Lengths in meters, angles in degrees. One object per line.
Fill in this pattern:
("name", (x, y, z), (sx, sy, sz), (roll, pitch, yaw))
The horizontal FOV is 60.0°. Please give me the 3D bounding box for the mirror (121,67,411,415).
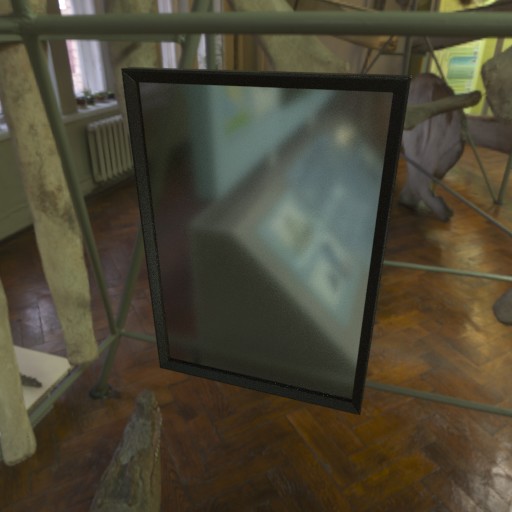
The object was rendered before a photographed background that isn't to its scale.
("mirror", (0.000, 0.000, 0.921), (0.507, 0.710, 0.039), (9, 29, 16))
